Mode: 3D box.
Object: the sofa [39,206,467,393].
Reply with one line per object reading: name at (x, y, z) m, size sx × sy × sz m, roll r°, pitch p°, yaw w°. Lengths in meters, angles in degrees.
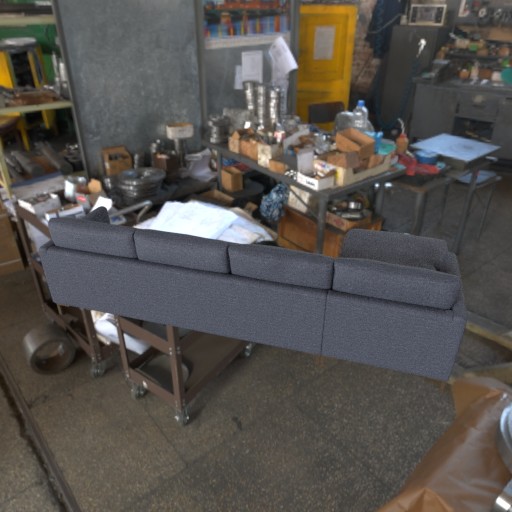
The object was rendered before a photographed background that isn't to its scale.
sofa at (0.000, 0.000, 2.904) m, size 2.445 × 0.673 × 1.125 m, roll 8°, pitch 32°, yaw 14°
